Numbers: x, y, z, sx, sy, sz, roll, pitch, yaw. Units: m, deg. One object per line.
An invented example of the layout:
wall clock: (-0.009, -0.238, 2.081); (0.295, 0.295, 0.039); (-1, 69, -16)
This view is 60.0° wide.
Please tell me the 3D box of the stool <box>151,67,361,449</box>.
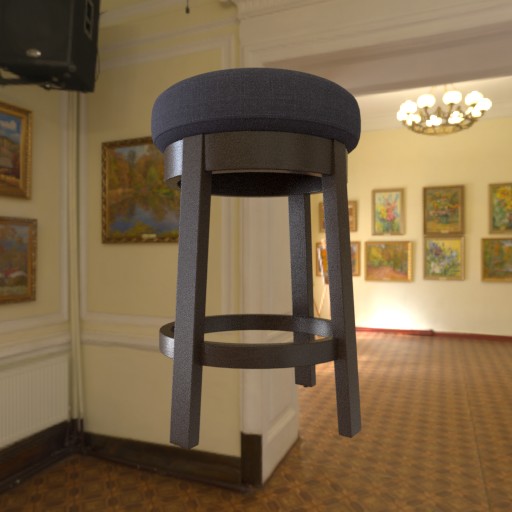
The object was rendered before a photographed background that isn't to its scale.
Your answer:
stool: (0.000, 0.000, 0.932); (0.449, 0.655, 0.449); (0, 0, 0)
